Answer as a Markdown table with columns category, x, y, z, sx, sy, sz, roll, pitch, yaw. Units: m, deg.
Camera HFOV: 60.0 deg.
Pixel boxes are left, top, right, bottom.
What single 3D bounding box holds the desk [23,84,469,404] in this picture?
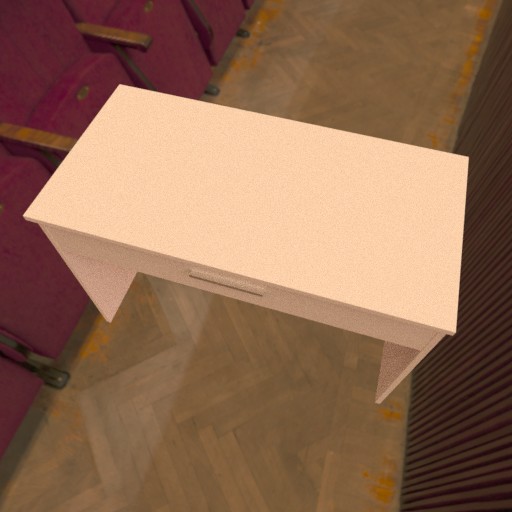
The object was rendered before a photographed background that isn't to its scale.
| category | x | y | z | sx | sy | sz | roll | pitch | yaw |
| --- | --- | --- | --- | --- | --- | --- | --- | --- | --- |
| desk | 0.000 | 0.000 | 1.520 | 1.100 | 0.730 | 0.560 | 15 | 59 | 9 |
